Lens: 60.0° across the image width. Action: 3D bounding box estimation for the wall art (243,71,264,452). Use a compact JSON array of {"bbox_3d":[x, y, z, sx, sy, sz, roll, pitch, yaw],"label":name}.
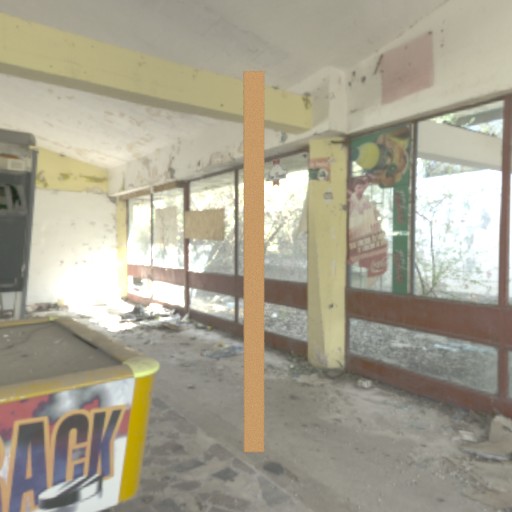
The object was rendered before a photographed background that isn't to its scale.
[{"bbox_3d":[0.000,0.000,1.163,0.033,0.608,0.915,0,2,0],"label":"wall art"}]
